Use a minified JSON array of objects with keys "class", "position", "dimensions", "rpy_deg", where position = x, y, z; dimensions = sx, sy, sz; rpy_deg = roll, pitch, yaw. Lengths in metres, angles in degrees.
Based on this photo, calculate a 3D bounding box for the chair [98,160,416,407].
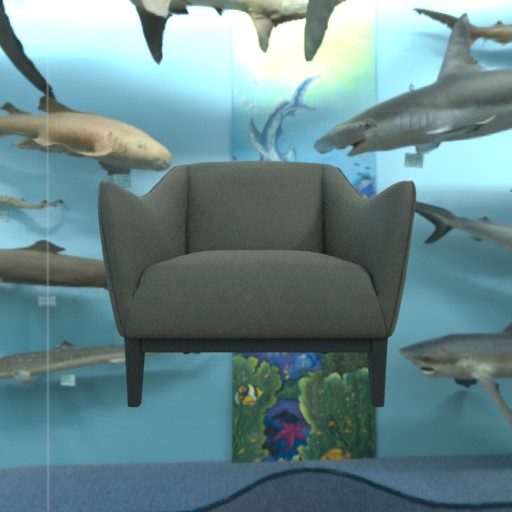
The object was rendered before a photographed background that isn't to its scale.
[{"class":"chair","position":[0.000,0.000,1.578],"dimensions":[0.871,0.830,0.852],"rpy_deg":[0,0,0]}]
